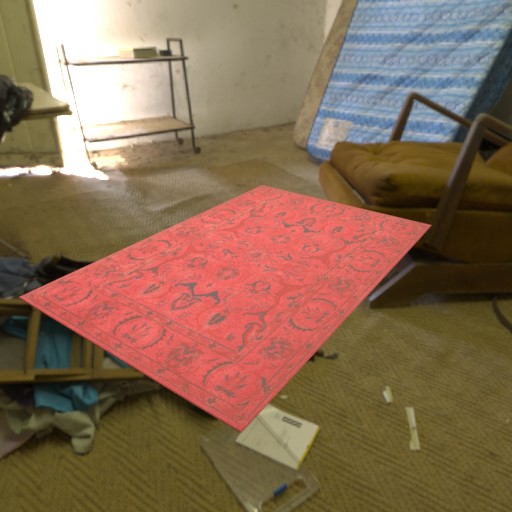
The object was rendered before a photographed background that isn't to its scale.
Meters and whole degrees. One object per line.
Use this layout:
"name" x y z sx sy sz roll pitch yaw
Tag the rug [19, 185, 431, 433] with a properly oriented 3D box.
"rug" 0.000 0.000 2.242 1.209 0.008 1.814 19 33 31
